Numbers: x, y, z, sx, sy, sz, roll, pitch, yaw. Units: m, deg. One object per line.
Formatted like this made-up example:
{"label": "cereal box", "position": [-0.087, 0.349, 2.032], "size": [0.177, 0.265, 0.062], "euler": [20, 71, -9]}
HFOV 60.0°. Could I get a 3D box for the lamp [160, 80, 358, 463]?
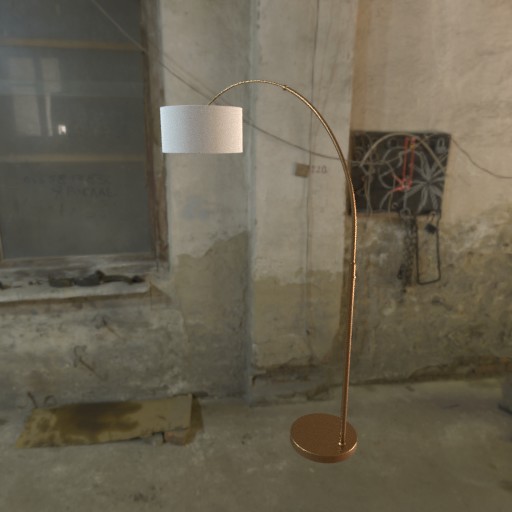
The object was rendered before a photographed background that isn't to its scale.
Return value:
{"label": "lamp", "position": [0.000, 0.000, 2.590], "size": [0.493, 1.927, 1.434], "euler": [-14, 21, -43]}
